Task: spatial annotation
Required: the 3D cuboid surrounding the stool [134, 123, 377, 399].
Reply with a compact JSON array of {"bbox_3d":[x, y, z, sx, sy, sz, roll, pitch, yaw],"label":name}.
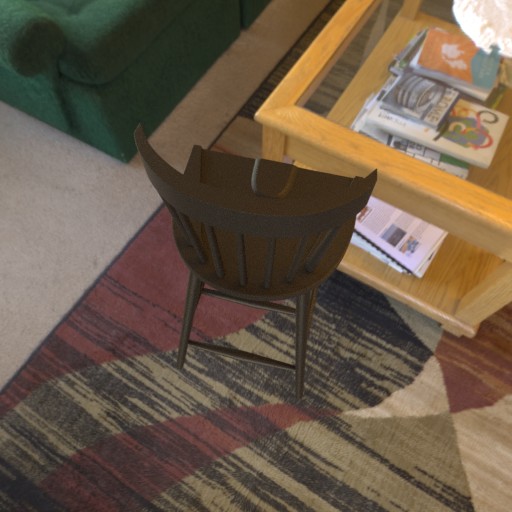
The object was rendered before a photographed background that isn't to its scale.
[{"bbox_3d":[0.000,0.000,1.250,0.494,0.953,0.549,12,64,6],"label":"stool"}]
